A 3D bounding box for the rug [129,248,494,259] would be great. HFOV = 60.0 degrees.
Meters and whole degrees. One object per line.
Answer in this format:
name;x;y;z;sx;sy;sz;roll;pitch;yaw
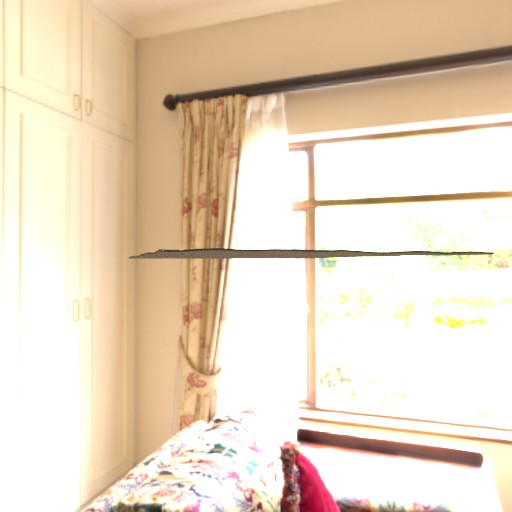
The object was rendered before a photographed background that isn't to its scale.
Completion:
rug;0.000;0.000;2.990;1.529;0.017;2.448;0;-1;-19
